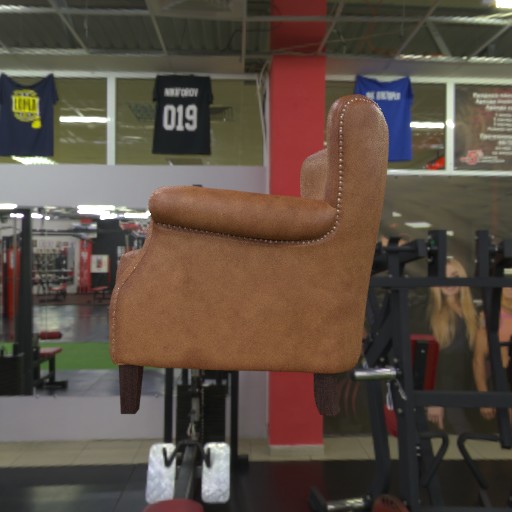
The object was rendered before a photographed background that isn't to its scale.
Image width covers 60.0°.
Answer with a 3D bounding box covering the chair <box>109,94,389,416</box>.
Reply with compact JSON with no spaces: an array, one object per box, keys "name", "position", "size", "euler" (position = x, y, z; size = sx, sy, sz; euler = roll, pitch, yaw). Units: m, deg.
[{"name":"chair","position":[0.000,0.000,1.638],"size":[0.921,0.936,0.861],"euler":[0,0,0]}]
